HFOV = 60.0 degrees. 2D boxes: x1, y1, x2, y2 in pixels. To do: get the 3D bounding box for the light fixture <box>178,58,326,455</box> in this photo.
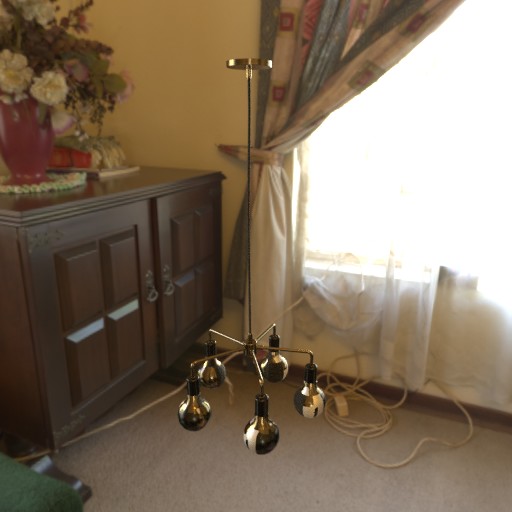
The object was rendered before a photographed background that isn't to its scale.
[{"bbox_3d":[0.000,0.000,1.220,0.421,0.988,0.438,2,17,7],"label":"light fixture"}]
